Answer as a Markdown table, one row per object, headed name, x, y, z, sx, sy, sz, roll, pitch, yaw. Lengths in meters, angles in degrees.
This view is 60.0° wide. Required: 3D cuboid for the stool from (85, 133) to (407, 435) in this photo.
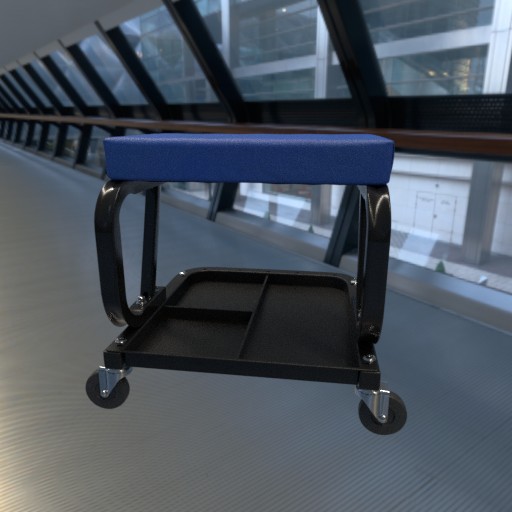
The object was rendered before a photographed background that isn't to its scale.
| name | x | y | z | sx | sy | sz | roll | pitch | yaw |
| --- | --- | --- | --- | --- | --- | --- | --- | --- | --- |
| stool | 0.000 | 0.000 | 0.719 | 0.446 | 0.380 | 0.371 | 2 | 17 | 8 |
